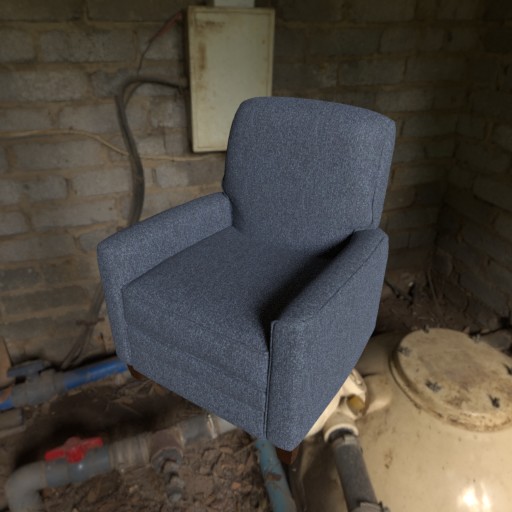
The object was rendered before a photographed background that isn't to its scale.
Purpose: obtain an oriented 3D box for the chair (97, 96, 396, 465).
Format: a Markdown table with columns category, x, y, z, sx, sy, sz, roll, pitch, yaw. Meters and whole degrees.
| category | x | y | z | sx | sy | sz | roll | pitch | yaw |
| --- | --- | --- | --- | --- | --- | --- | --- | --- | --- |
| chair | 0.000 | 0.000 | 1.651 | 0.839 | 1.016 | 0.850 | 18 | 34 | 29 |
